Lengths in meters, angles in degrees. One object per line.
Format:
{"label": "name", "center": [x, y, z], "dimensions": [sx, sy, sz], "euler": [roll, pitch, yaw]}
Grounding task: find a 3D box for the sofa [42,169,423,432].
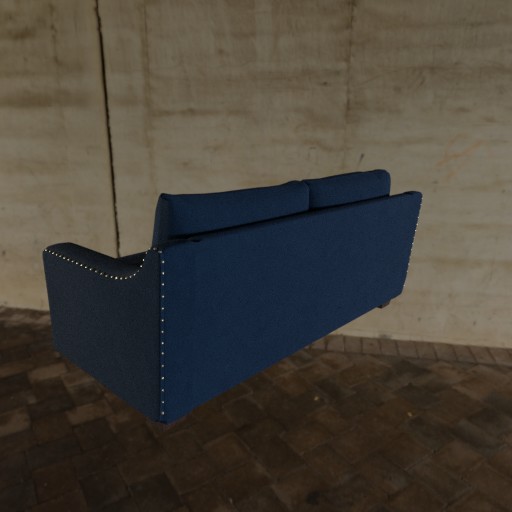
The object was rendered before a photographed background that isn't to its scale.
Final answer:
{"label": "sofa", "center": [0.000, 0.000, 2.685], "dimensions": [1.104, 0.983, 2.107], "euler": [14, 21, 42]}
